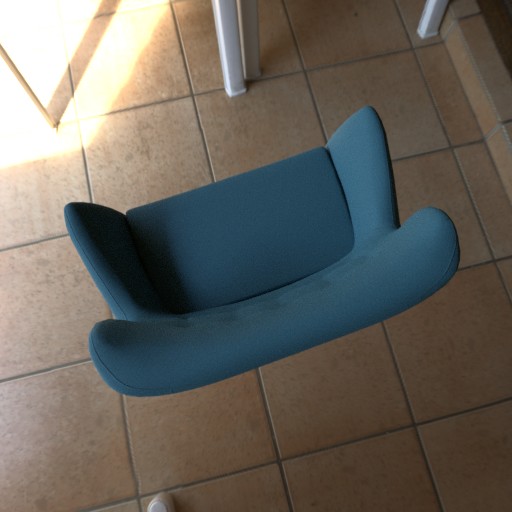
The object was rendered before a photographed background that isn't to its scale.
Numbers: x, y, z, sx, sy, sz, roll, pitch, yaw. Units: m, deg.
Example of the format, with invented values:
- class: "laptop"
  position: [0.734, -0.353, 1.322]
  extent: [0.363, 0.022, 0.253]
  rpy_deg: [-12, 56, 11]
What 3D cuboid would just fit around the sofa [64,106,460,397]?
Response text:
- class: "sofa"
  position: [0.000, 0.000, 1.932]
  extent: [1.397, 0.889, 0.889]
  rpy_deg: [-19, 77, -5]
